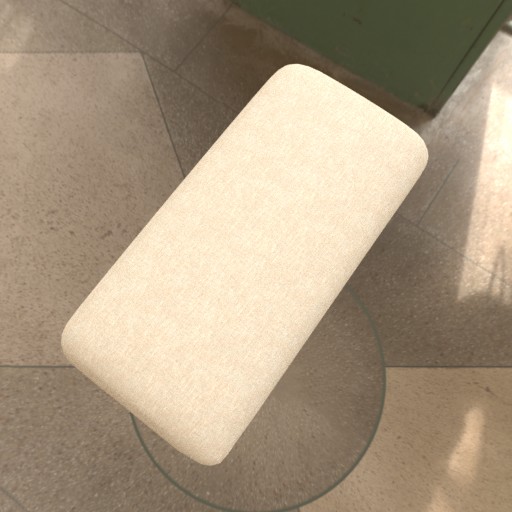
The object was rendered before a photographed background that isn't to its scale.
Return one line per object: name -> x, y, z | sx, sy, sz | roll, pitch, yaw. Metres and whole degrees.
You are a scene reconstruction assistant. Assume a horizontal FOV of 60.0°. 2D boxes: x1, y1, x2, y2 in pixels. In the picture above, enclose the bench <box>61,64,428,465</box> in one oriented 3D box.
bench -> 0.000, 0.000, 1.251 | 0.483, 0.483, 0.991 | 35, 78, 8
